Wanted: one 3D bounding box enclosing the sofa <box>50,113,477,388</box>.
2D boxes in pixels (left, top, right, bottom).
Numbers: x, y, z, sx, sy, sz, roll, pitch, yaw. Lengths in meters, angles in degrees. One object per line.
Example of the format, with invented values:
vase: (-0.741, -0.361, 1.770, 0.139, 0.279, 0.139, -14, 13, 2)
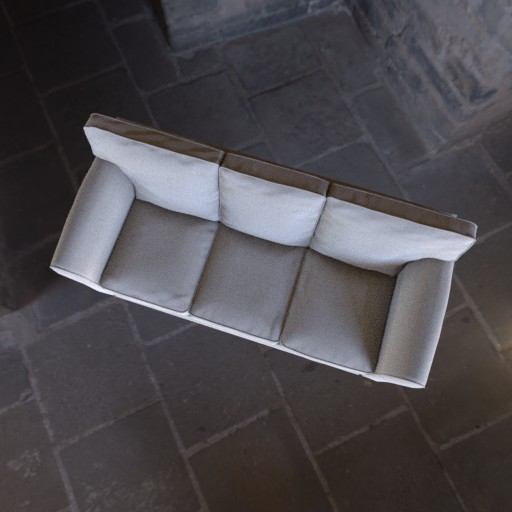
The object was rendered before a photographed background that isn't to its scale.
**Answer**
sofa: (0.000, 0.000, 2.549, 2.084, 0.961, 0.916, 17, 76, 4)
